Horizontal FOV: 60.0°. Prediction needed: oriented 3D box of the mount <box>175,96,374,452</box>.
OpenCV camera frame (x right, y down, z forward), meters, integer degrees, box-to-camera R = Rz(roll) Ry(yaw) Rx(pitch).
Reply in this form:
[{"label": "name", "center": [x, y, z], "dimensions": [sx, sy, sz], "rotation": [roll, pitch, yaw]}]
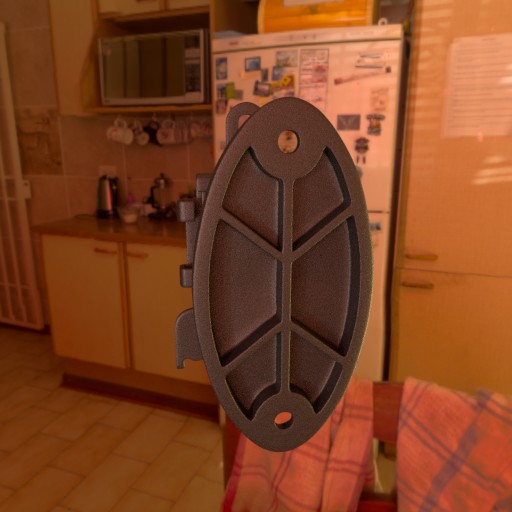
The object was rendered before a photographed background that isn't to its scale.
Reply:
[{"label": "mount", "center": [0.000, 0.000, 0.173], "dimensions": [0.066, 0.118, 0.100], "rotation": [-2, 14, -10]}]
